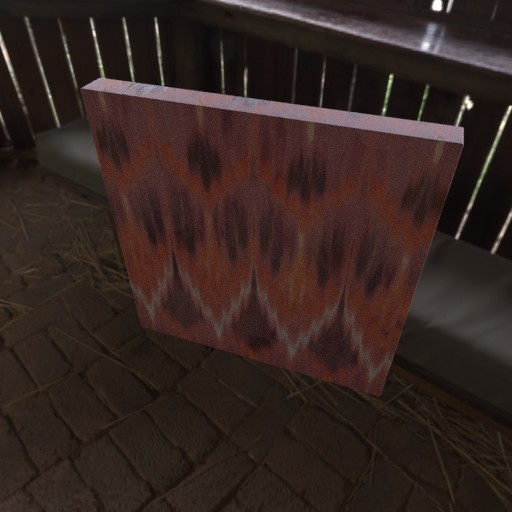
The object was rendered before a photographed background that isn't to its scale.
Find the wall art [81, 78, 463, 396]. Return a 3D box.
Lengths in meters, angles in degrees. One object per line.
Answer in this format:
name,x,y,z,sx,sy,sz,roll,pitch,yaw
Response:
wall art,0.000,0.000,0.588,0.403,0.406,0.038,13,42,15
